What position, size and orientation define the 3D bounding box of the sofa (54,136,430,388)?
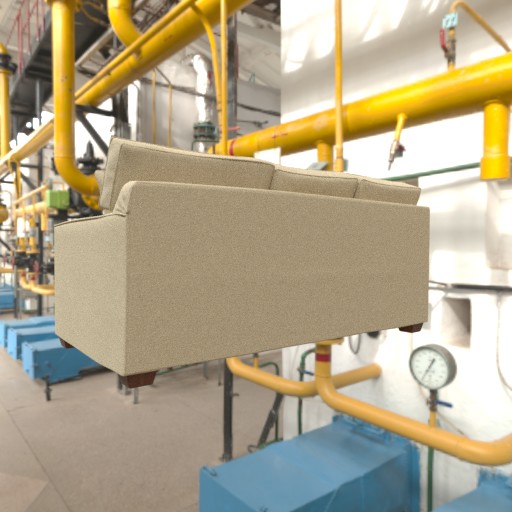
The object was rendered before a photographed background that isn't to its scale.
[{"bbox_3d":[0.000,0.000,2.549,1.963,0.946,1.034,-1,1,-37],"label":"sofa"}]
